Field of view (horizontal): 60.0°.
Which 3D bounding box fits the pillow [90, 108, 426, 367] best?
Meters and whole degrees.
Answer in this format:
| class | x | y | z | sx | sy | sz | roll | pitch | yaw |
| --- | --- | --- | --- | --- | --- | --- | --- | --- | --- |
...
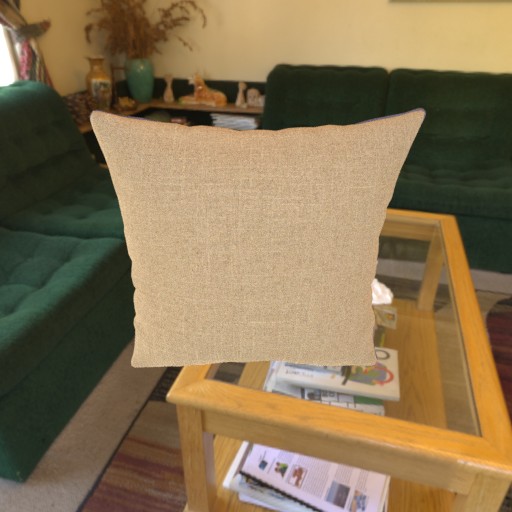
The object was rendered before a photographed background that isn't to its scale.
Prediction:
| class | x | y | z | sx | sy | sz | roll | pitch | yaw |
| --- | --- | --- | --- | --- | --- | --- | --- | --- | --- |
| pillow | 0.000 | 0.000 | 0.683 | 0.440 | 0.441 | 0.147 | -1 | 30 | -2 |
